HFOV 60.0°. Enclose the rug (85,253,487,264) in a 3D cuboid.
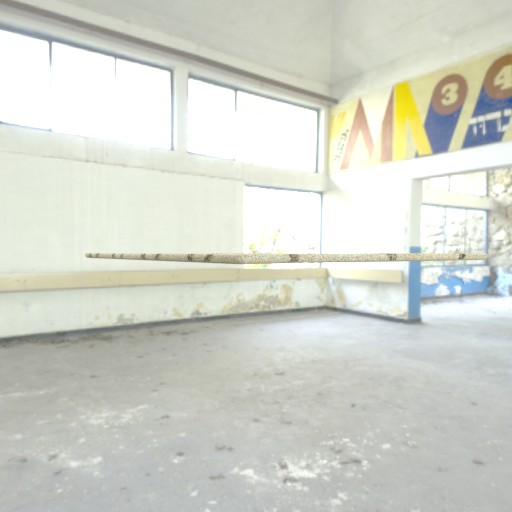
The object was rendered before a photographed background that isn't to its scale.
[{"bbox_3d":[0.000,0.000,2.119,1.200,0.025,1.600,0,1,-34],"label":"rug"}]
